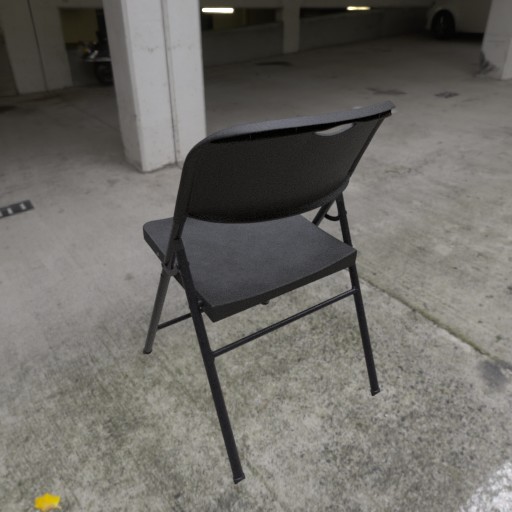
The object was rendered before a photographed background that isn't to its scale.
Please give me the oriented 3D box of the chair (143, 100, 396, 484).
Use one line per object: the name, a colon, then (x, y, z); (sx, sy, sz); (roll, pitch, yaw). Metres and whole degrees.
chair: (0.000, 0.000, 1.134); (0.494, 0.810, 0.566); (-19, 35, -30)
